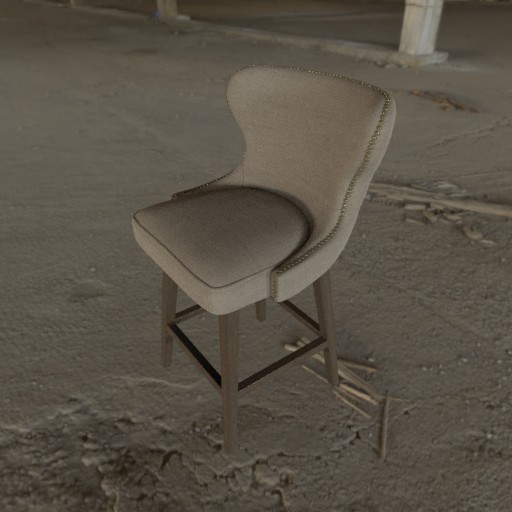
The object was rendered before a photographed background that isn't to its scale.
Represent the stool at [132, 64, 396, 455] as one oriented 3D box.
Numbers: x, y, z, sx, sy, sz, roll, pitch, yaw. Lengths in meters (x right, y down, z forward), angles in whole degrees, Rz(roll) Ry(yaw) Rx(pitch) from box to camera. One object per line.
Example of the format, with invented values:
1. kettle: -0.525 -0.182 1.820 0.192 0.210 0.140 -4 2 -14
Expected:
1. stool: 0.000 0.000 1.334 0.597 0.972 0.615 -22 38 -30
